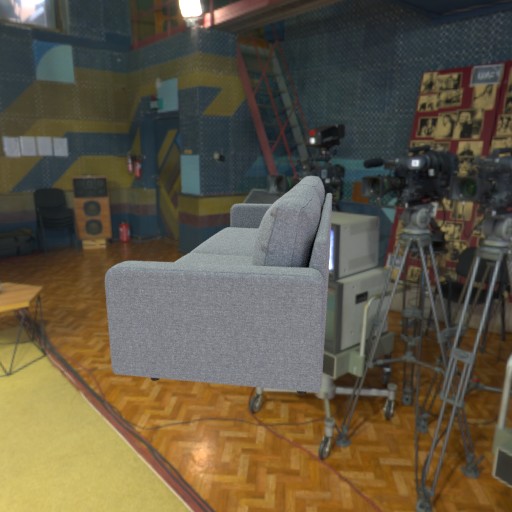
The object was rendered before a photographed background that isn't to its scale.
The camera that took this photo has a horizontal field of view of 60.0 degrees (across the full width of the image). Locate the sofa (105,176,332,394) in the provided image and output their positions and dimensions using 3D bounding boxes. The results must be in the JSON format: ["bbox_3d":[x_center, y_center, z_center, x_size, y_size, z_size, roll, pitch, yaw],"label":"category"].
[{"bbox_3d":[0.000,0.000,2.712,0.880,0.880,2.200,2,13,10],"label":"sofa"}]
